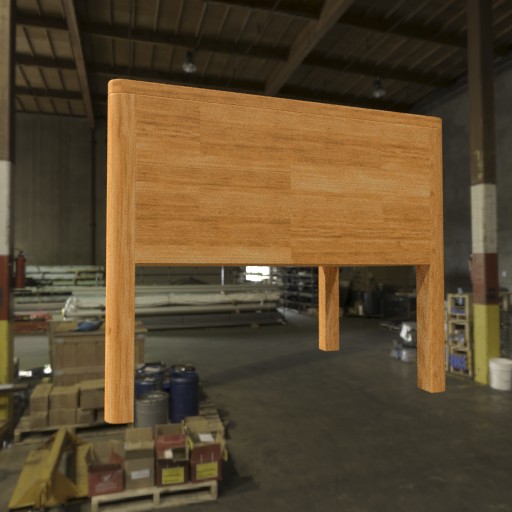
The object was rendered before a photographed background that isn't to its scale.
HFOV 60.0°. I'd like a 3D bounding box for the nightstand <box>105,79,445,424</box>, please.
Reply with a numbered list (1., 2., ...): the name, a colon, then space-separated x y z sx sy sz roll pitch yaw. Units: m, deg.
1. nightstand: 0.000 0.000 0.891 0.560 0.470 0.440 1 -2 -17
